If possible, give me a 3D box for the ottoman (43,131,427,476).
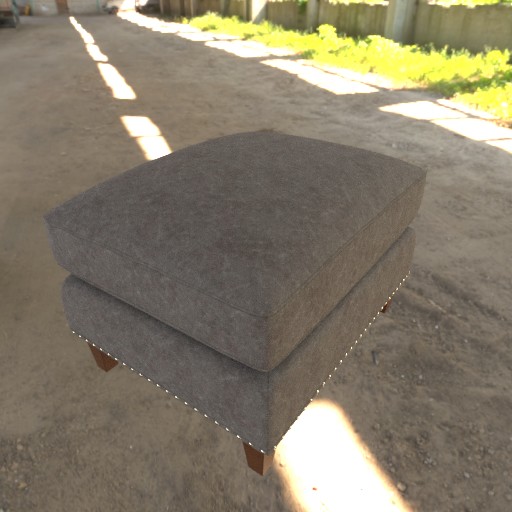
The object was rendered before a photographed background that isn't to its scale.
[{"bbox_3d":[0.000,0.000,1.107,0.584,0.513,0.741,20,36,30],"label":"ottoman"}]
